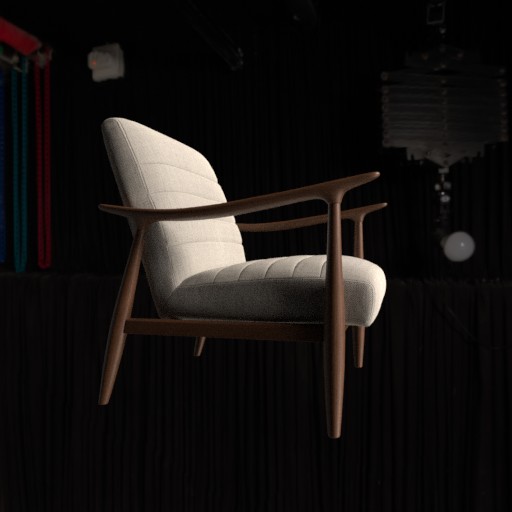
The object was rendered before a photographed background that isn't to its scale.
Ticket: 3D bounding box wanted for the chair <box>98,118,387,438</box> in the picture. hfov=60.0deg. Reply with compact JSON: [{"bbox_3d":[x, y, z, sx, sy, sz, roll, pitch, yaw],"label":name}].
[{"bbox_3d":[0.000,0.000,1.432,0.798,0.832,0.741,0,1,18],"label":"chair"}]
